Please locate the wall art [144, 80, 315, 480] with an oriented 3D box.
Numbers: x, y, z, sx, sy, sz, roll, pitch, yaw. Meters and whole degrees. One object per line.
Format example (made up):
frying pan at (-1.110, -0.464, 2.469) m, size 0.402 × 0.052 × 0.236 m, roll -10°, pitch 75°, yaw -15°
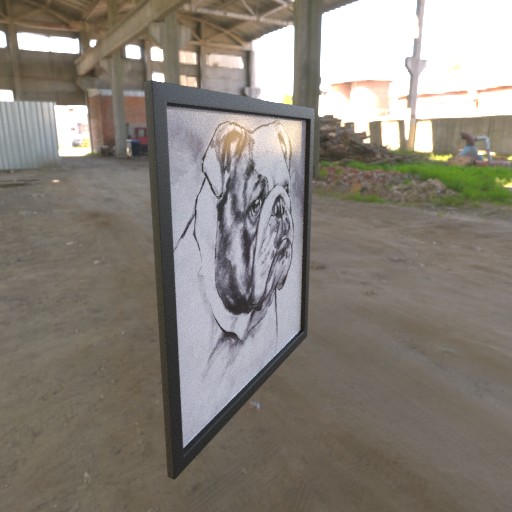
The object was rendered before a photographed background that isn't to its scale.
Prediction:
wall art at (0.000, 0.000, 0.983) m, size 0.016 × 0.659 × 0.663 m, roll 7°, pitch 16°, yaw 26°
